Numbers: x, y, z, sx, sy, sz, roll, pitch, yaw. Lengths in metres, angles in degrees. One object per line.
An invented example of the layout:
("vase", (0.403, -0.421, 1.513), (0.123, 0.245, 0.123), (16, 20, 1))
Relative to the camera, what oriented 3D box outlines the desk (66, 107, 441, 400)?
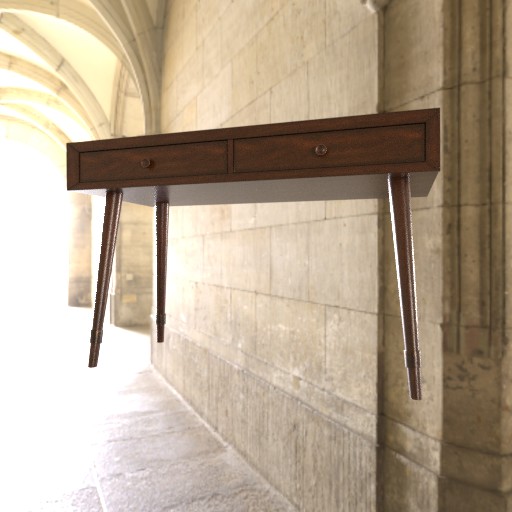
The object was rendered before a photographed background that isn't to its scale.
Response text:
("desk", (0.000, 0.000, 2.124), (1.577, 1.031, 0.734), (0, 0, 18))
